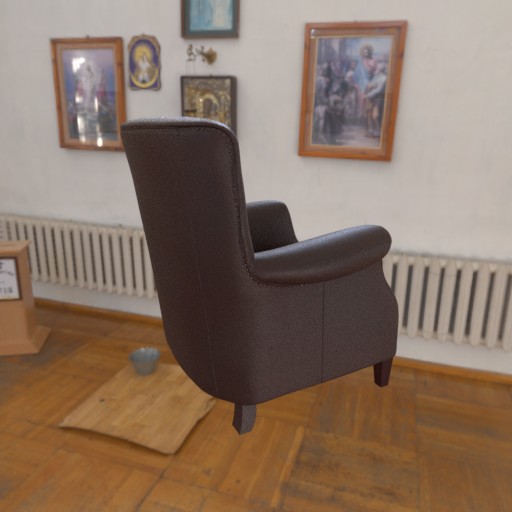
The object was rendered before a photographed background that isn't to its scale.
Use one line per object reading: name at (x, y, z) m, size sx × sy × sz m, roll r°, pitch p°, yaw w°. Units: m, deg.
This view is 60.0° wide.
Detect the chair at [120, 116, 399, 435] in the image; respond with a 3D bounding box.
chair at (0.000, 0.000, 1.368) m, size 0.746 × 0.800 × 0.700 m, roll -7°, pitch 17°, yaw -26°
